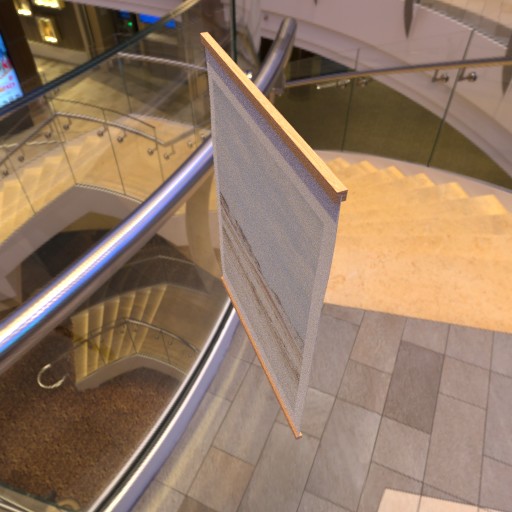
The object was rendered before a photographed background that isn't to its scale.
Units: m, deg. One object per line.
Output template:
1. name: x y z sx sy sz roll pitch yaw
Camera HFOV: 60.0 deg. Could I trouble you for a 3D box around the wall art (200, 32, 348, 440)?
1. wall art: 0.000 0.000 1.318 0.020 1.016 0.739 -16 48 -15
